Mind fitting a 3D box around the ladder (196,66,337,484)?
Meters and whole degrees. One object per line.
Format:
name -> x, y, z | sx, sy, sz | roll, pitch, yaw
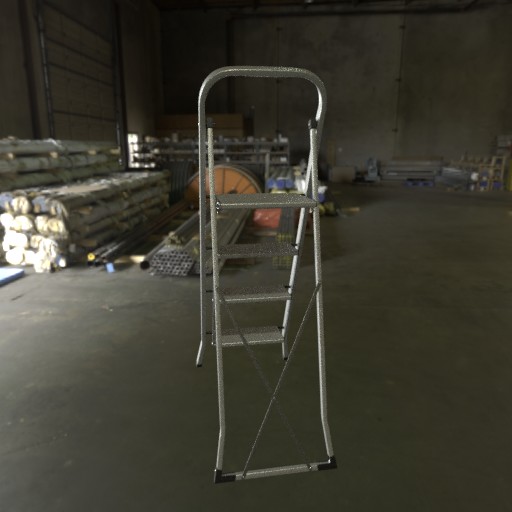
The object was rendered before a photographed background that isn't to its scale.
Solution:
ladder -> 0.000, 0.000, 1.690 | 0.465, 1.290, 0.830 | -2, 14, -9
